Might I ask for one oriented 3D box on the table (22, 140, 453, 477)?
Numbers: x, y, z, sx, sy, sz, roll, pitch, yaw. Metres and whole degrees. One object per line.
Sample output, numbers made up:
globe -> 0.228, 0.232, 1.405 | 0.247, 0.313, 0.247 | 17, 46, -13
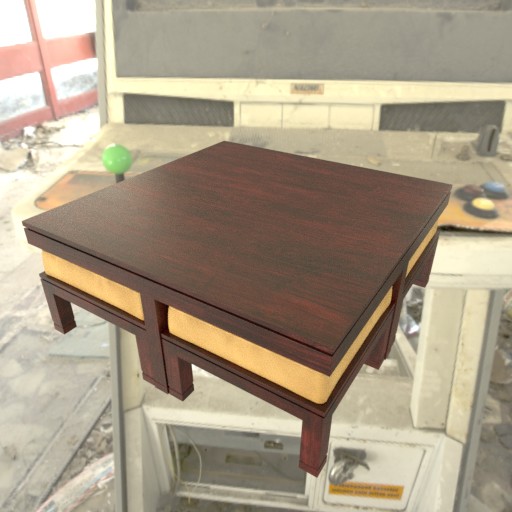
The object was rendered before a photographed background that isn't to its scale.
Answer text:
table -> 0.000, 0.000, 1.330 | 0.865, 0.356, 0.865 | 18, 35, 28
